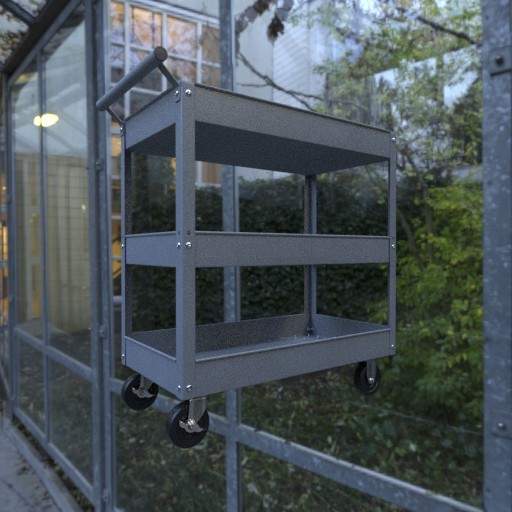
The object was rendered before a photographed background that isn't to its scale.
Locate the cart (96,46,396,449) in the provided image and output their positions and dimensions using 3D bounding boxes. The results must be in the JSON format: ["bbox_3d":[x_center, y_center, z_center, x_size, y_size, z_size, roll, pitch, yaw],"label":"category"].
[{"bbox_3d":[0.000,0.000,1.169,0.719,0.780,0.366,-1,1,-36],"label":"cart"}]
